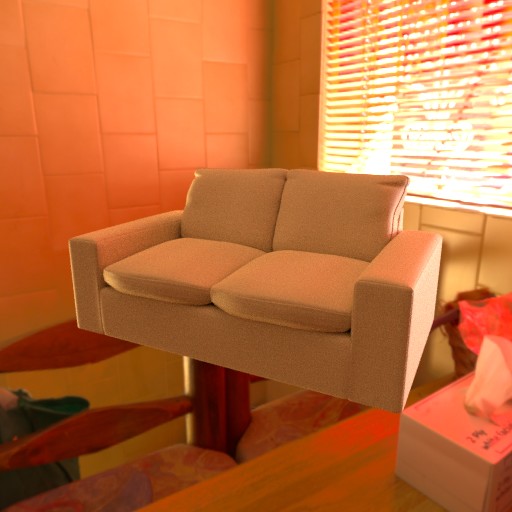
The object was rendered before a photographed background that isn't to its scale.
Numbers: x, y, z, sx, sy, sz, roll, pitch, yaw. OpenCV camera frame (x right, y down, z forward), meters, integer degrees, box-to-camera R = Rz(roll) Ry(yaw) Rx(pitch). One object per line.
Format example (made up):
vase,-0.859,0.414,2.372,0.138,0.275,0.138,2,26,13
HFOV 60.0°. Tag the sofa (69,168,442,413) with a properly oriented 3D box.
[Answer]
sofa,0.000,0.000,2.386,1.754,0.875,1.091,8,17,26
